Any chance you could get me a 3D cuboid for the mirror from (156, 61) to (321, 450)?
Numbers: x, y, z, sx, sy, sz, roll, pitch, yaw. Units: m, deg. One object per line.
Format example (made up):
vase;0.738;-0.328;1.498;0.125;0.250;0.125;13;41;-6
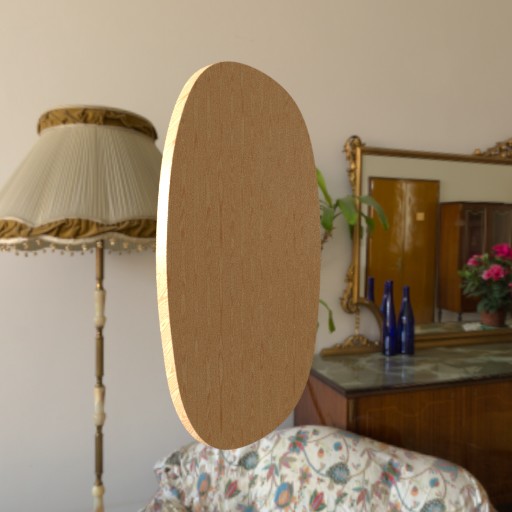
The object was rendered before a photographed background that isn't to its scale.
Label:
mirror;0.000;0.000;1.305;0.037;1.075;0.724;0;1;37
